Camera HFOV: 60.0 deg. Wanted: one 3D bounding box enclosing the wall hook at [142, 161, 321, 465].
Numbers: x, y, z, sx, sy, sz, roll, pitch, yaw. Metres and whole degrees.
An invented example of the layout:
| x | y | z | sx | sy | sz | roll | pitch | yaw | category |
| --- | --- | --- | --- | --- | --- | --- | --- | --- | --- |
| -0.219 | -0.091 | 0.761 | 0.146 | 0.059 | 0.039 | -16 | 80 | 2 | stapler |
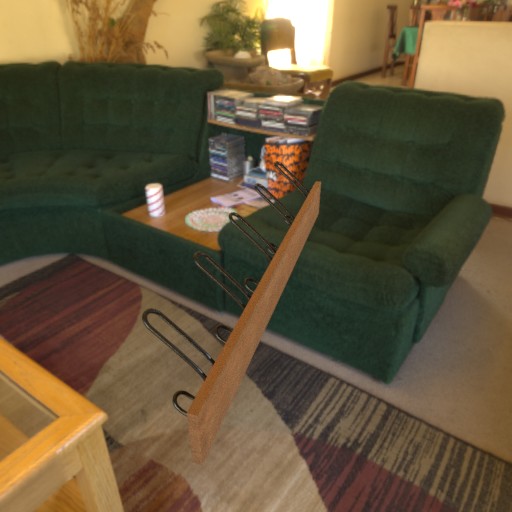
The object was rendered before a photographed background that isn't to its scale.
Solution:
| x | y | z | sx | sy | sz | roll | pitch | yaw | category |
| --- | --- | --- | --- | --- | --- | --- | --- | --- | --- |
| 0.000 | 0.000 | 0.604 | 0.076 | 0.116 | 0.554 | 9 | 32 | 15 | wall hook |
